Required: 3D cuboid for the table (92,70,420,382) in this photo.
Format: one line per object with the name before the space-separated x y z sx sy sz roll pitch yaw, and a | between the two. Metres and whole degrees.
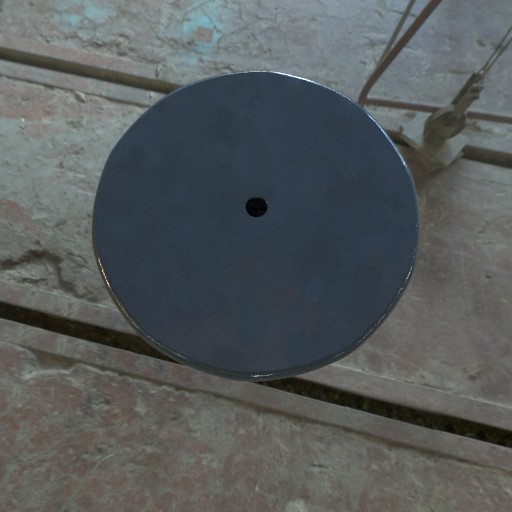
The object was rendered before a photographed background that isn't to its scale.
table | 0.000 0.000 0.649 0.352 0.387 0.352 0 75 0
